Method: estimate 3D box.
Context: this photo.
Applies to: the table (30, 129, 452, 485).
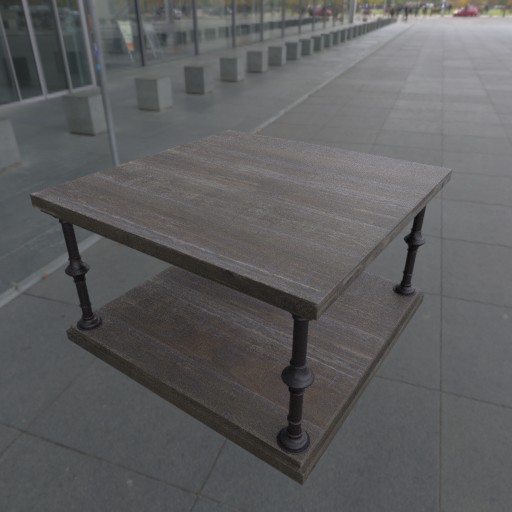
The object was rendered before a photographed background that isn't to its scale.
[{"bbox_3d":[0.000,0.000,1.120,0.696,0.400,0.696,19,35,30],"label":"table"}]
